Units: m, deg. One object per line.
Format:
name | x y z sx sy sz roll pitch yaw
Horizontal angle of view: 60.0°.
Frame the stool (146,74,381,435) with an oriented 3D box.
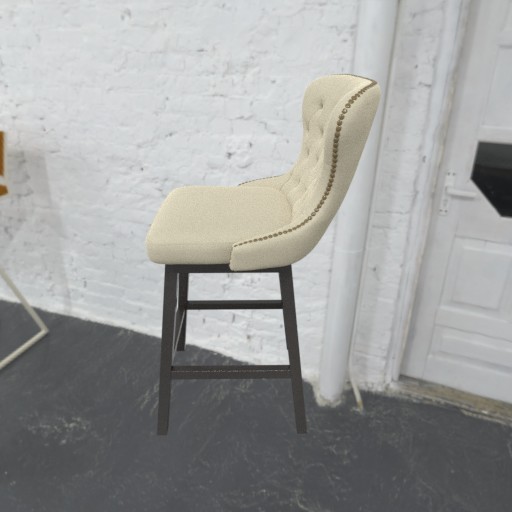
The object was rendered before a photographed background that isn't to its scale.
stool | 0.000 0.000 1.298 0.593 0.971 0.528 0 26 -1
